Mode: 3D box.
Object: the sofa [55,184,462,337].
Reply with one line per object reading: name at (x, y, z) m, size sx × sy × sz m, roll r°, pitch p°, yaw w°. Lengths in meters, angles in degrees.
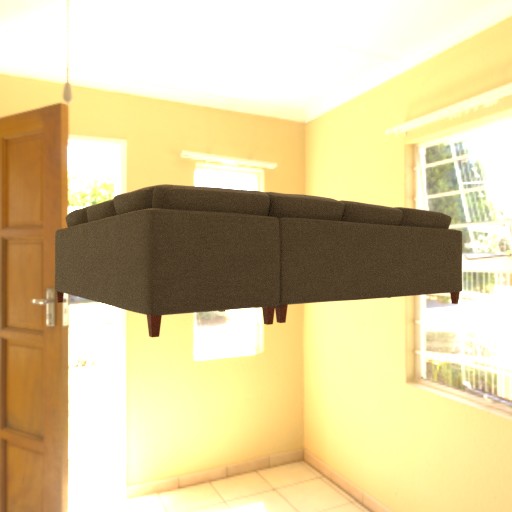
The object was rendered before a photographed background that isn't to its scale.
sofa at (0.000, 0.000, 4.470) m, size 3.302 × 0.947 × 2.593 m, roll 0°, pitch 0°, yaw -36°
